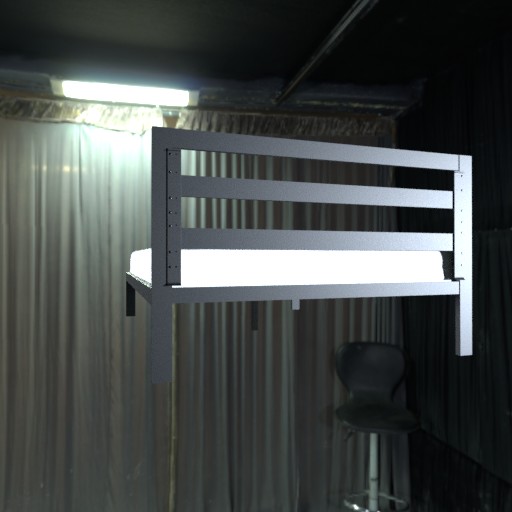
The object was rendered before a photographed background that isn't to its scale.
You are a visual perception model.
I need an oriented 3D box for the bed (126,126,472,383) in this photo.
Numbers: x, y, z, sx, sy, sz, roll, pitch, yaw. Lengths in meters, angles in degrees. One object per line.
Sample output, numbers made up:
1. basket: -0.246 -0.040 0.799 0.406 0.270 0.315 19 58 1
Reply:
1. bed: 0.000 0.000 2.873 1.524 0.967 2.062 0 0 -19
